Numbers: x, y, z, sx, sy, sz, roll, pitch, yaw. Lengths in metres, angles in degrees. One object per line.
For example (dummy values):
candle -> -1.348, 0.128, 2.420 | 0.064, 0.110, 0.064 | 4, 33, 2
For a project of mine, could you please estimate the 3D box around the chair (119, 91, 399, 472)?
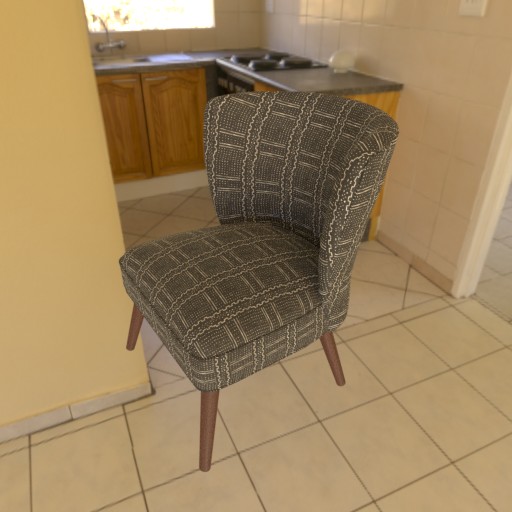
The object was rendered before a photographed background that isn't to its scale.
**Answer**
chair -> 0.000, 0.000, 1.390 | 0.758, 0.866, 0.710 | -19, 37, -29
